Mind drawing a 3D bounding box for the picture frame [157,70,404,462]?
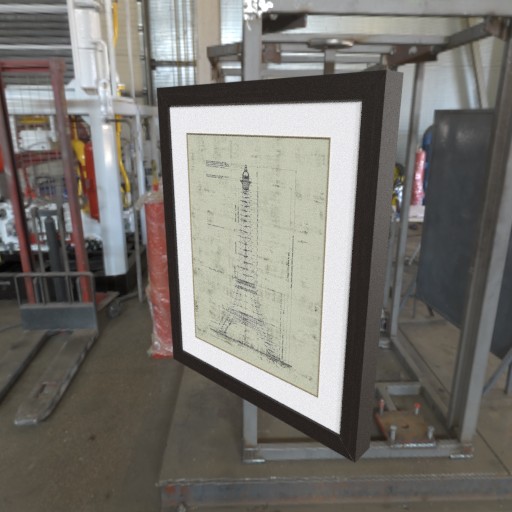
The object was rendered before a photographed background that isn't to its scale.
[{"bbox_3d":[0.000,0.000,0.756,0.452,0.555,0.044,15,23,41],"label":"picture frame"}]
